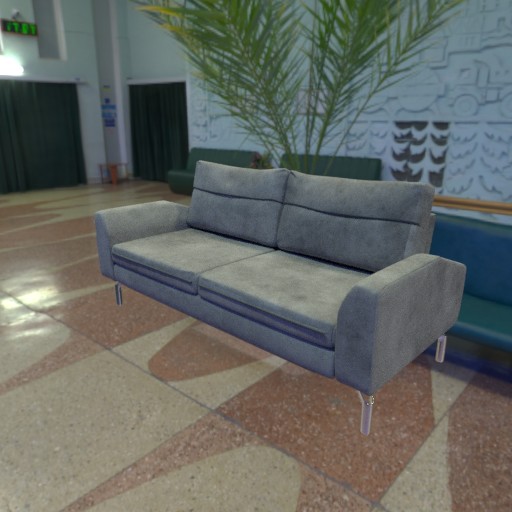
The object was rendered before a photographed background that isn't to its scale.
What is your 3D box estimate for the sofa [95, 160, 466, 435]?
[{"bbox_3d":[0.000,0.000,2.319,1.837,0.859,0.849,15,23,41],"label":"sofa"}]
